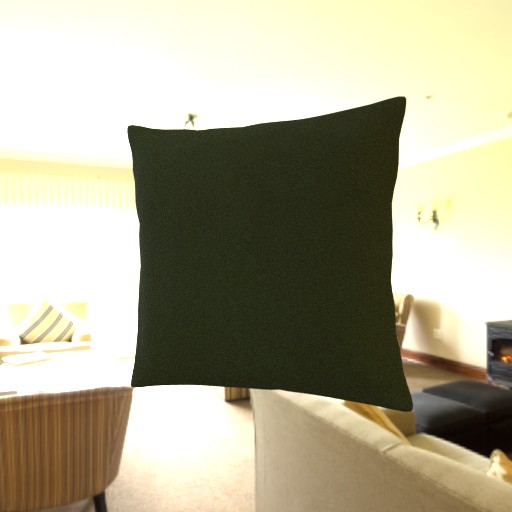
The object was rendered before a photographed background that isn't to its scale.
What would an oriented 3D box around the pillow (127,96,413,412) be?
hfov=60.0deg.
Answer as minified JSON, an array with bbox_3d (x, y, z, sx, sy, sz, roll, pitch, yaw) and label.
[{"bbox_3d":[0.000,0.000,0.786,0.523,0.510,0.166,0,-1,18],"label":"pillow"}]
